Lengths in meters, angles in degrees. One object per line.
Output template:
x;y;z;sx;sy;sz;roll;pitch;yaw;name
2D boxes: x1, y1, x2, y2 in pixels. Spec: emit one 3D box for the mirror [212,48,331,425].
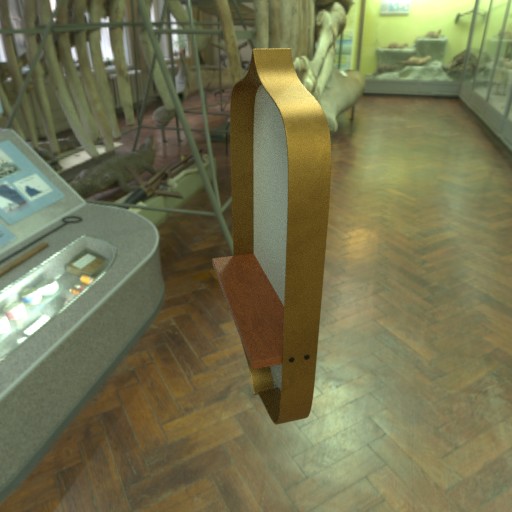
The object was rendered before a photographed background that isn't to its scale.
0.000;0.000;0.723;0.096;0.613;0.323;-7;29;-13;mirror
